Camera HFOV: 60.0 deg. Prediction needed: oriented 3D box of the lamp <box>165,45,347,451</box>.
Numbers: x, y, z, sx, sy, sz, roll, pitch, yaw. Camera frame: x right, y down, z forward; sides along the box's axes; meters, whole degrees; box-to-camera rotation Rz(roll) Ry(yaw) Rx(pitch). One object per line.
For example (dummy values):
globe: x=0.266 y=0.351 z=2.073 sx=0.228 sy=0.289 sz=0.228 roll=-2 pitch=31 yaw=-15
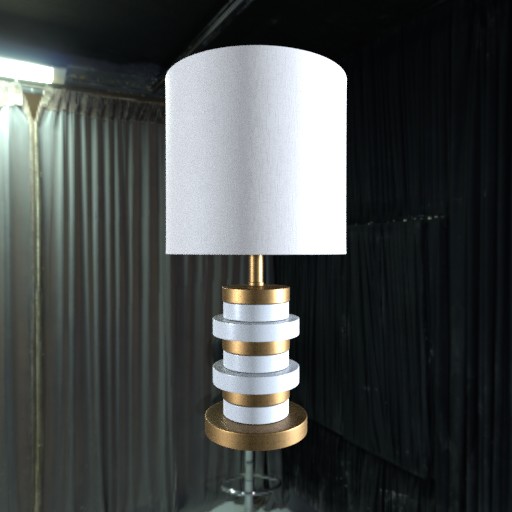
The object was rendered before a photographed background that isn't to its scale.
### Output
lamp: x=0.000 y=0.000 z=0.525 sx=0.210 sy=0.410 sz=0.210 roll=-1 pitch=1 yaw=-35
